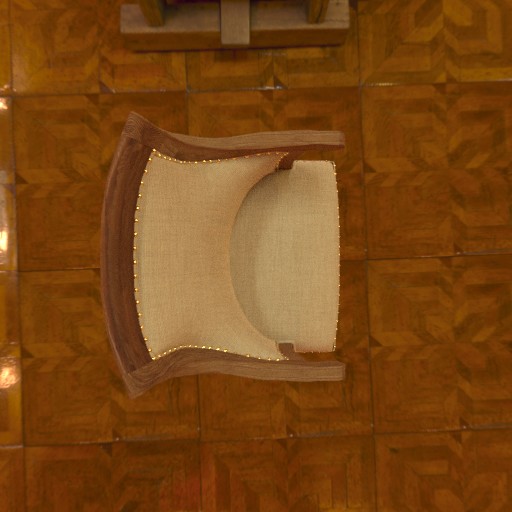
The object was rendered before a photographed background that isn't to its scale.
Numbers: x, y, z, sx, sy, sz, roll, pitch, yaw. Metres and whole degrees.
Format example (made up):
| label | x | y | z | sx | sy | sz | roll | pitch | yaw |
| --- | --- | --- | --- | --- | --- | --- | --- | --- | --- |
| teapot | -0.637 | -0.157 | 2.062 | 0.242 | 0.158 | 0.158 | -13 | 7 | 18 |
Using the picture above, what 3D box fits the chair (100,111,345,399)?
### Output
| label | x | y | z | sx | sy | sz | roll | pitch | yaw |
| --- | --- | --- | --- | --- | --- | --- | --- | --- | --- |
| chair | 0.000 | 0.000 | 1.411 | 0.689 | 0.965 | 0.656 | 0 | 90 | -1 |
